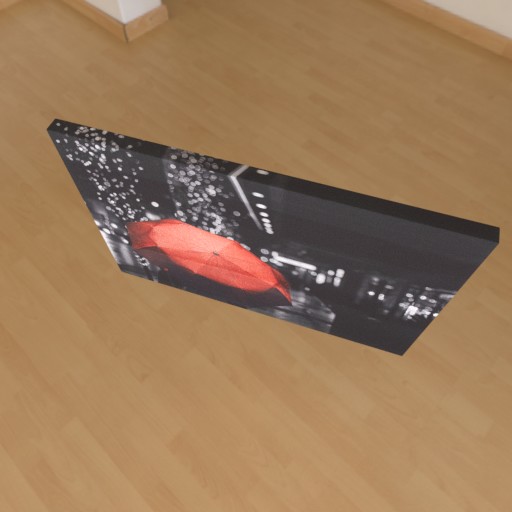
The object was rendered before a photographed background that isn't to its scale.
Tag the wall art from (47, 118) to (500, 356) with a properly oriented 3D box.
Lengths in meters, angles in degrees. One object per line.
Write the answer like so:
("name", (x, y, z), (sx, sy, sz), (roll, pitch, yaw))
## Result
("wall art", (0.000, 0.000, 1.123), (0.914, 0.609, 0.038), (16, 60, 9))
